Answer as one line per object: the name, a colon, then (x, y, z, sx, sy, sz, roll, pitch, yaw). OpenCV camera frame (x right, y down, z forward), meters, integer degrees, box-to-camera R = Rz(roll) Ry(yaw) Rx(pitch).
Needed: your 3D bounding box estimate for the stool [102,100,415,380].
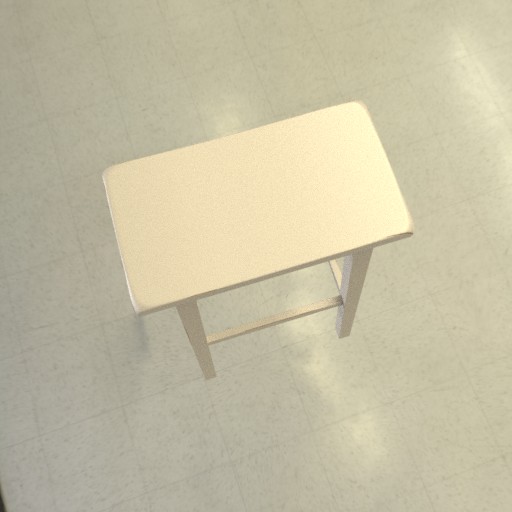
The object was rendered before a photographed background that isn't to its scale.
stool: (0.000, 0.000, 1.045, 0.457, 0.737, 0.476, -16, 77, -4)
